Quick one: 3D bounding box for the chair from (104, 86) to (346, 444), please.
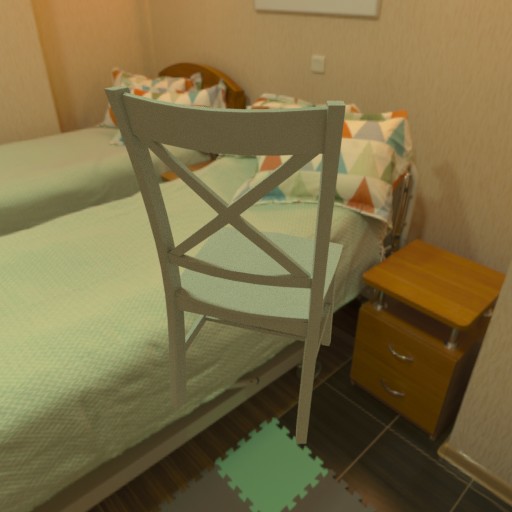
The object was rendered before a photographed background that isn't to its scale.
[{"bbox_3d":[0.000,0.000,1.285,0.485,0.983,0.542,10,32,15],"label":"chair"}]
